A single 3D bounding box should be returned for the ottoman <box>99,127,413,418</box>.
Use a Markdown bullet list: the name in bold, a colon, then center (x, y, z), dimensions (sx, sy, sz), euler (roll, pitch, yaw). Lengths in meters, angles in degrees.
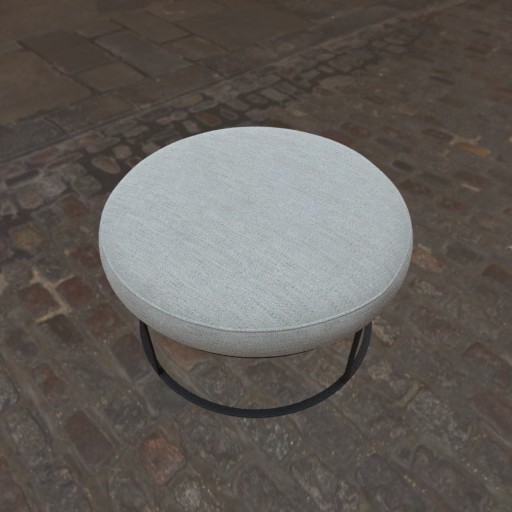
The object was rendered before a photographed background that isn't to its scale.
- **ottoman**: center (0.000, 0.000, 1.211), dimensions (0.769, 0.459, 0.769), euler (0, 45, 0)
